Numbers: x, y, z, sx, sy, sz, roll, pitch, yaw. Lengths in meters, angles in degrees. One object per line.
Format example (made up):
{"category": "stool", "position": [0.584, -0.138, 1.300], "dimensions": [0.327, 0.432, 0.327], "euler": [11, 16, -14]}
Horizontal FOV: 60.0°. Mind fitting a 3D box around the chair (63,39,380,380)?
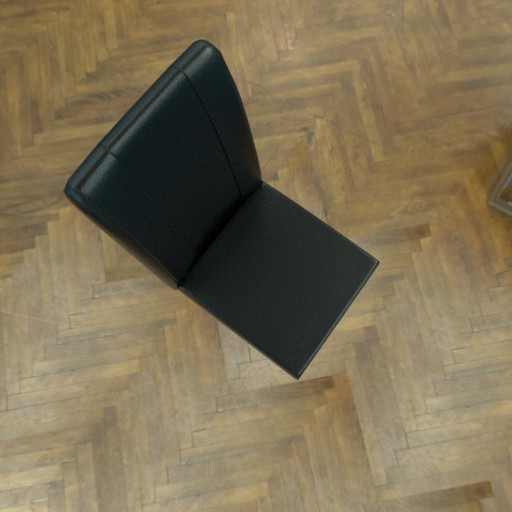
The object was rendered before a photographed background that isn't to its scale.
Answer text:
{"category": "chair", "position": [0.000, 0.000, 1.174], "dimensions": [0.556, 0.897, 0.399], "euler": [36, 79, 8]}
